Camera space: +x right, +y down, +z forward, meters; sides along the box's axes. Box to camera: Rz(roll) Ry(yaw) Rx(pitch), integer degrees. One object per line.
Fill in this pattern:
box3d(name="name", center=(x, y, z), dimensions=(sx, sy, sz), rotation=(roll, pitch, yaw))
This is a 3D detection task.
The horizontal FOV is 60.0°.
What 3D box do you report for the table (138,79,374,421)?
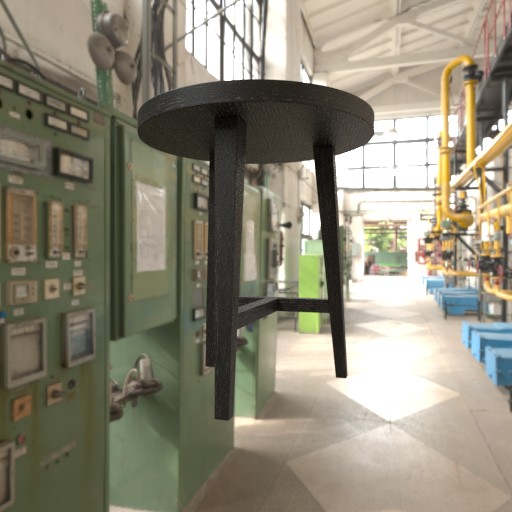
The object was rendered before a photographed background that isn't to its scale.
box3d(name="table", center=(0.000, 0.000, 0.774), dimensions=(0.399, 0.460, 0.399), rotation=(0, 0, 0))
